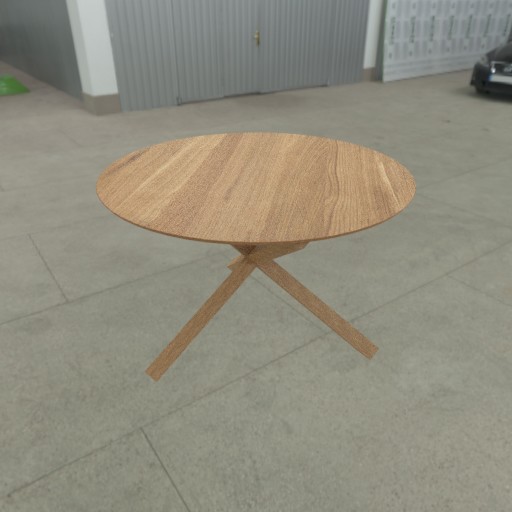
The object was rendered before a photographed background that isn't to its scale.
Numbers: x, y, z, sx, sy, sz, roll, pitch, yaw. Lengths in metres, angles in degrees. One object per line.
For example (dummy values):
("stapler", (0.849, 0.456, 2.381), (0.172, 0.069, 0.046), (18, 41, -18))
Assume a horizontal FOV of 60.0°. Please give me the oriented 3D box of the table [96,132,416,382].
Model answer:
("table", (0.000, 0.000, 1.670), (1.038, 0.666, 1.038), (0, 30, 0))
